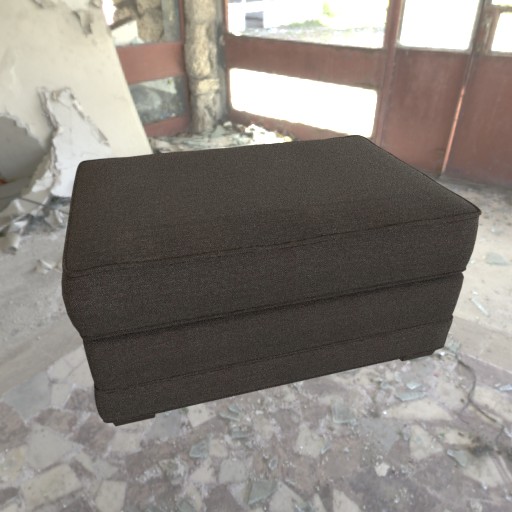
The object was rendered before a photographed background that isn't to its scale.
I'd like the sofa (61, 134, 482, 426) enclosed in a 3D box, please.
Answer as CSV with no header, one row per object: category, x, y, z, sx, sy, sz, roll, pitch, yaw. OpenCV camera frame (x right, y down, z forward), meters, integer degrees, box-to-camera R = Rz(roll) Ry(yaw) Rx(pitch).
sofa,0.000,0.000,1.156,0.854,0.457,0.578,-9,33,-13
